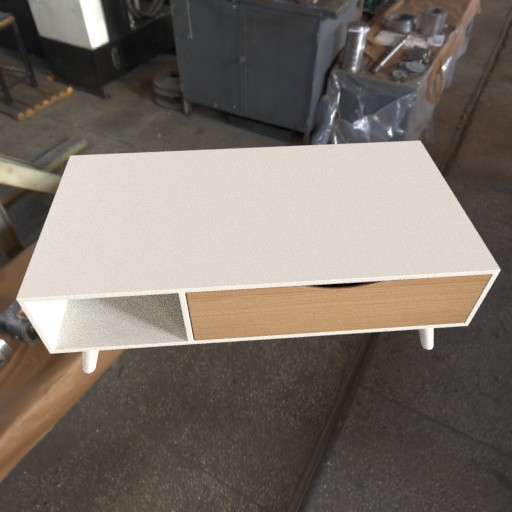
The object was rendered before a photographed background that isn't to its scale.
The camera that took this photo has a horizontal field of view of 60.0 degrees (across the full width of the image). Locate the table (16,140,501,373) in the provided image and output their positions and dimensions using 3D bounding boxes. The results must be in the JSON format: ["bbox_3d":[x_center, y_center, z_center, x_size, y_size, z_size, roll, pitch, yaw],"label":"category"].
[{"bbox_3d":[0.000,0.000,1.453,1.194,0.432,0.609,-3,46,-3],"label":"table"}]
